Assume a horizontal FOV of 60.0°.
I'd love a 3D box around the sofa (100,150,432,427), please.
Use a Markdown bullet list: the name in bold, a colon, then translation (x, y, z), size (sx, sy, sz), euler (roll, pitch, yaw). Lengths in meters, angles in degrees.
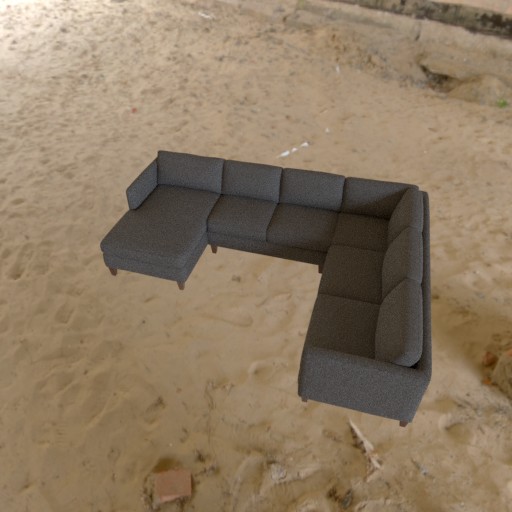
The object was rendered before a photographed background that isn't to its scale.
- **sofa**: translation (0.000, 0.000, 4.441), size (3.238, 0.853, 2.551), euler (11, 42, 12)
